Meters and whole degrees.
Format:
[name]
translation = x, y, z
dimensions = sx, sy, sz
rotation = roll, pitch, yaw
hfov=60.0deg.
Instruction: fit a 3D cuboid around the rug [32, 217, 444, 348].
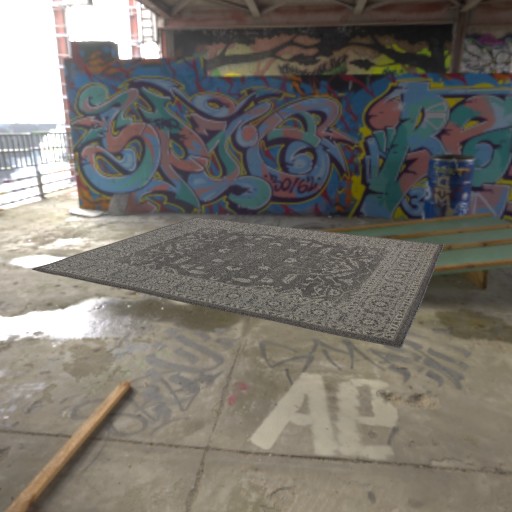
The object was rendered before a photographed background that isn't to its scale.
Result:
[rug]
translation = 0.000, 0.000, 4.153
dimensions = 3.069, 0.026, 2.451
rotation = 8, 19, 26
